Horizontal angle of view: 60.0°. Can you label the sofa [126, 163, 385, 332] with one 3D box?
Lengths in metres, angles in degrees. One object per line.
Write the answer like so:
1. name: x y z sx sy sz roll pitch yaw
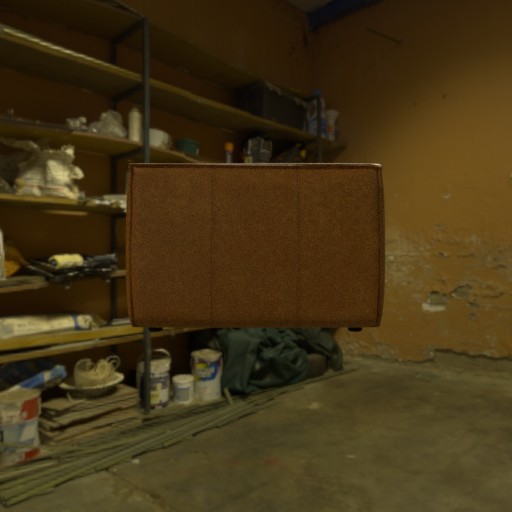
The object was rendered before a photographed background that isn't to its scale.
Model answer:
1. sofa: 0.000 0.000 3.044 1.102 0.701 2.581 0 -1 0
